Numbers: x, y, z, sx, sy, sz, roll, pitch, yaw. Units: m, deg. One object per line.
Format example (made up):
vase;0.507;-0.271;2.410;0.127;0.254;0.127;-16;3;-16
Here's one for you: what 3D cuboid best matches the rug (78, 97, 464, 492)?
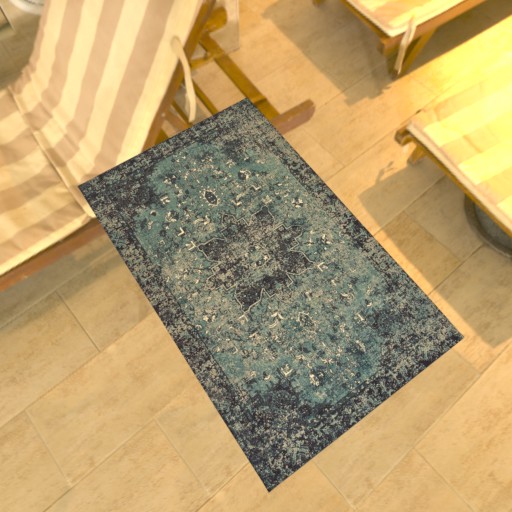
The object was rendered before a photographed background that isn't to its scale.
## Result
rug;0.000;0.000;3.039;1.525;0.007;2.440;-32;69;-14
